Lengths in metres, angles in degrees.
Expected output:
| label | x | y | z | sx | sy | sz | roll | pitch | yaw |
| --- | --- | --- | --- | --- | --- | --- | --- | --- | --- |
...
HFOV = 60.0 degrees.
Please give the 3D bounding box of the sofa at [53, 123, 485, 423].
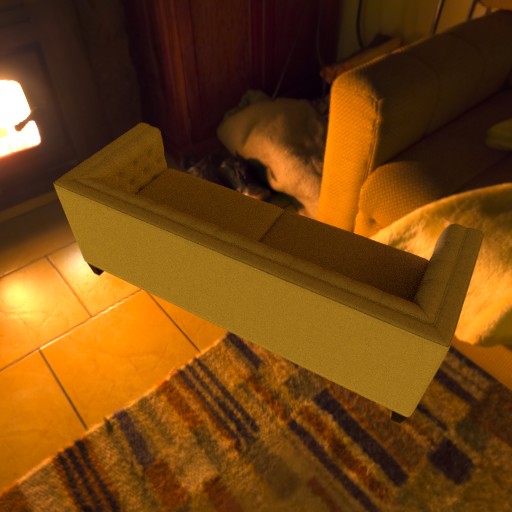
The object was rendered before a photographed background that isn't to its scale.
| label | x | y | z | sx | sy | sz | roll | pitch | yaw |
| --- | --- | --- | --- | --- | --- | --- | --- | --- | --- |
| sofa | 0.000 | 0.000 | 2.582 | 2.159 | 0.762 | 0.775 | 22 | 50 | 20 |
